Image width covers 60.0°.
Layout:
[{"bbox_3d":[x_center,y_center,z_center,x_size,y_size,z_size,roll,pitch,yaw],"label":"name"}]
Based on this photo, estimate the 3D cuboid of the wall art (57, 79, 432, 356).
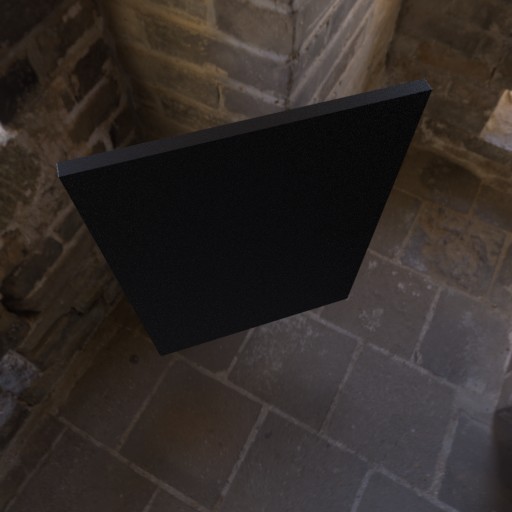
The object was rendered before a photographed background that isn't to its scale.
[{"bbox_3d":[0.000,0.000,1.375,0.806,1.062,0.038,-16,60,-9],"label":"wall art"}]
